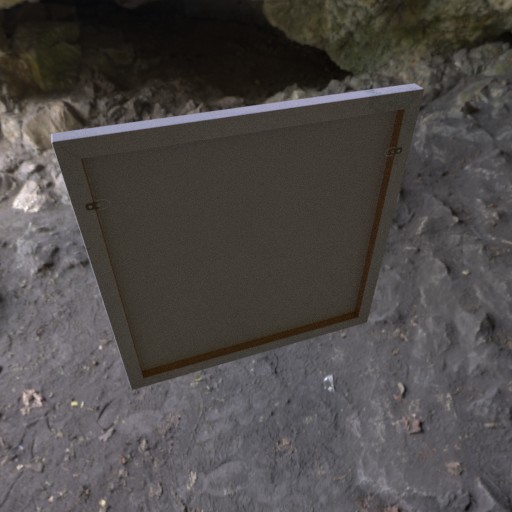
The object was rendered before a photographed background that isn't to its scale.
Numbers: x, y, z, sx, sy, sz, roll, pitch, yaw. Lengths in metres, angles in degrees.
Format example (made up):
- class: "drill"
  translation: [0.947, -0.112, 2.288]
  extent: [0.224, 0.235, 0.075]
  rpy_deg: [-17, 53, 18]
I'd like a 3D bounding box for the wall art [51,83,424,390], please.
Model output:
- class: "wall art"
  translation: [0.000, 0.000, 1.121]
  extent: [0.762, 0.762, 0.041]
  rpy_deg: [-13, 42, -15]
